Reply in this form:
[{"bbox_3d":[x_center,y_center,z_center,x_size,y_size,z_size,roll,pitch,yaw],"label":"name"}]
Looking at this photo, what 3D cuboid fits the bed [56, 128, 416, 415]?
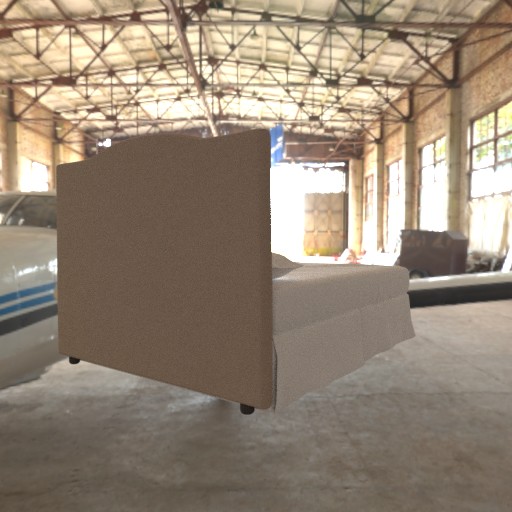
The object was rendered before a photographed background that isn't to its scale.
[{"bbox_3d":[0.000,0.000,3.441,1.821,1.436,2.282,2,3,36],"label":"bed"}]
